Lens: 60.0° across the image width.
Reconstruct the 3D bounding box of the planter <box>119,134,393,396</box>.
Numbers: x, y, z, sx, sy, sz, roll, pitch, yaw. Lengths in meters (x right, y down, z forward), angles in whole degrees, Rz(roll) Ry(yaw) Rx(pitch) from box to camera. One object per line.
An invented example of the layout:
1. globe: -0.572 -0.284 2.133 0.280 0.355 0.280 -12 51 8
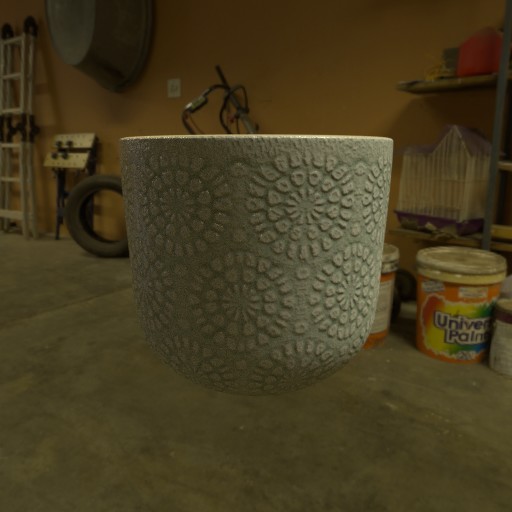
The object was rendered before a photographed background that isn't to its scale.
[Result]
1. planter: 0.000 0.000 0.302 0.169 0.153 0.169 0 13 0
